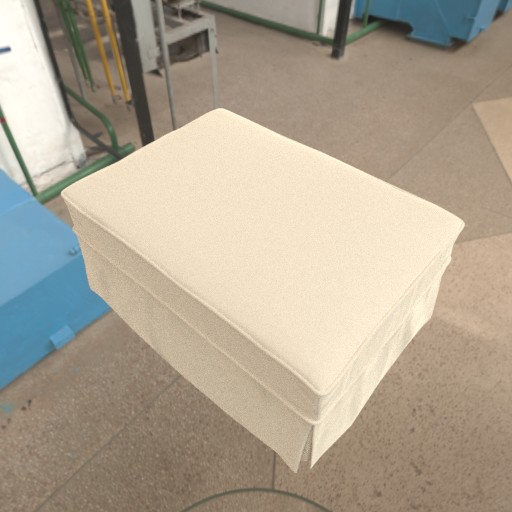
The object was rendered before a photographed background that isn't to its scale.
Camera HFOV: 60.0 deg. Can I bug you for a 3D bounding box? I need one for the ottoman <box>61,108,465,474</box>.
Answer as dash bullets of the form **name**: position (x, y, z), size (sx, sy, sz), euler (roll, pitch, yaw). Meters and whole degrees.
- **ottoman**: position (0.000, 0.000, 1.318), size (0.944, 0.479, 0.703), euler (33, 55, 27)
